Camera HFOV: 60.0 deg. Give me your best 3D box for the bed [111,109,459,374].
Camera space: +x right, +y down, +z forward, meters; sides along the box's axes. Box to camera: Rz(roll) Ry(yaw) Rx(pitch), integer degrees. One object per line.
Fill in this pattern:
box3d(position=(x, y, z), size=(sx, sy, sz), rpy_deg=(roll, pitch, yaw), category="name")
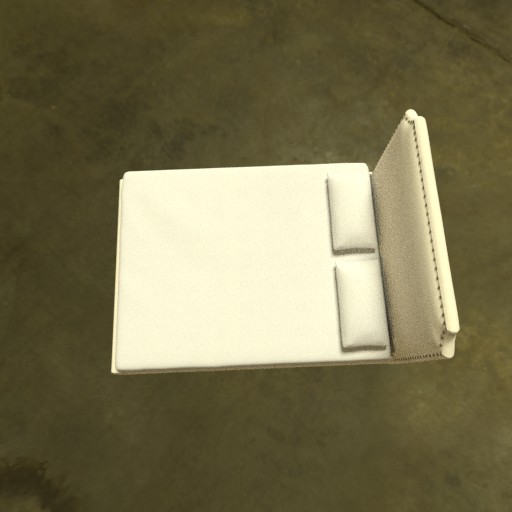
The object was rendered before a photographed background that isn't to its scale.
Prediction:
box3d(position=(0.000, 0.000, 3.459), size=(2.372, 1.497, 1.712), rpy_deg=(-2, 74, -1), category="bed")
